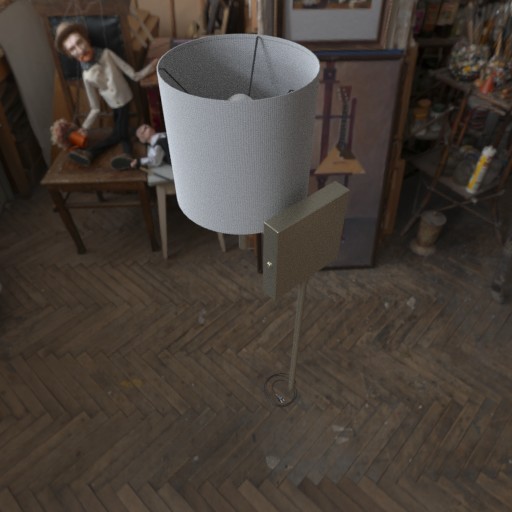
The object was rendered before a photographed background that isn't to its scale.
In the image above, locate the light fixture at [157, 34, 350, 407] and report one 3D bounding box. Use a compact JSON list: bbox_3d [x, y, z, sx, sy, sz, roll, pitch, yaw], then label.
[{"bbox_3d":[0.000,0.000,0.706,0.188,0.589,0.248,-32,53,-27],"label":"light fixture"}]
